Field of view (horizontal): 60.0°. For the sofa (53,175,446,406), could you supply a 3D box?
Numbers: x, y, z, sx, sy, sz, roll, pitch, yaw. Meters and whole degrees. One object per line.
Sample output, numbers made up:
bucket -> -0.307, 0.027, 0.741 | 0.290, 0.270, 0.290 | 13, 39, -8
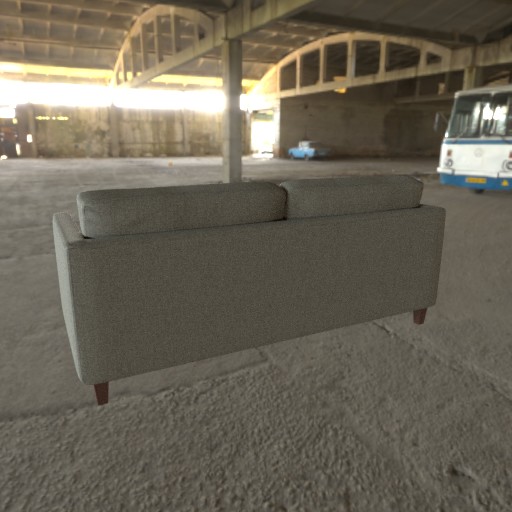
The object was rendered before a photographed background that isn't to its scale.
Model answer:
sofa -> 0.000, 0.000, 2.723 | 2.208, 0.960, 0.956 | -7, 17, -26
